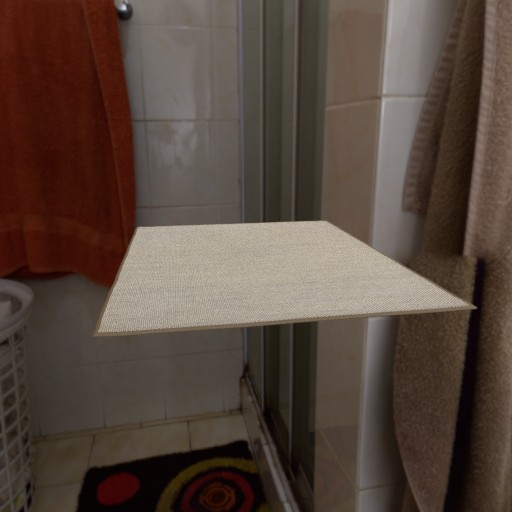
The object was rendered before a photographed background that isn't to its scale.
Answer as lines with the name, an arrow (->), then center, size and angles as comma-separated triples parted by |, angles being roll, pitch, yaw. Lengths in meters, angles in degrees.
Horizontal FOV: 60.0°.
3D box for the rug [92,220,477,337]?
rug -> 0.000, 0.000, 4.113 | 2.413, 0.020, 3.041 | -3, 16, -10
